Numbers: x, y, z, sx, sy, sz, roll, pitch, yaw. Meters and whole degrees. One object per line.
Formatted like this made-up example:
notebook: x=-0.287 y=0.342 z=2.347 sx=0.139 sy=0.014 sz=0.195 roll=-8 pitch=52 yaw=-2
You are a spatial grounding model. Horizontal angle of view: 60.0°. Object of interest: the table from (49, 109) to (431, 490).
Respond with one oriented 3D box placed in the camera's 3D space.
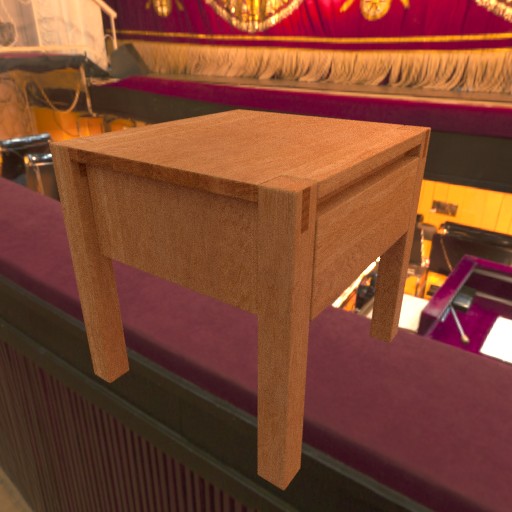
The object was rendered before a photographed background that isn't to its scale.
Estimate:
table: x=0.000 y=0.000 z=0.837 sx=0.440 sy=0.450 sz=0.480 roll=17 pitch=30 yaw=31
